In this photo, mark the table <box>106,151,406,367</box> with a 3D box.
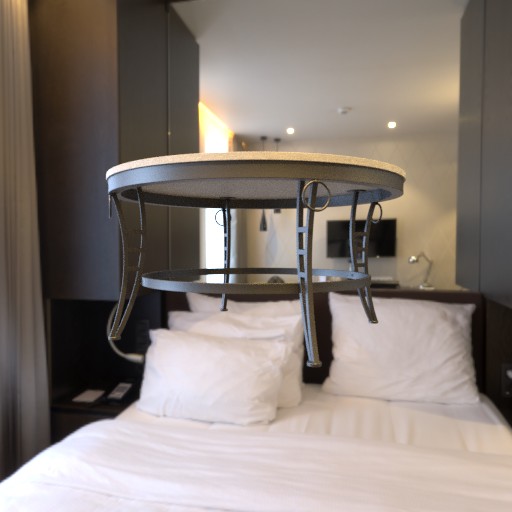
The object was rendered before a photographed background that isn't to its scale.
[{"bbox_3d":[0.000,0.000,1.395,0.889,0.470,0.889,0,2,0],"label":"table"}]
